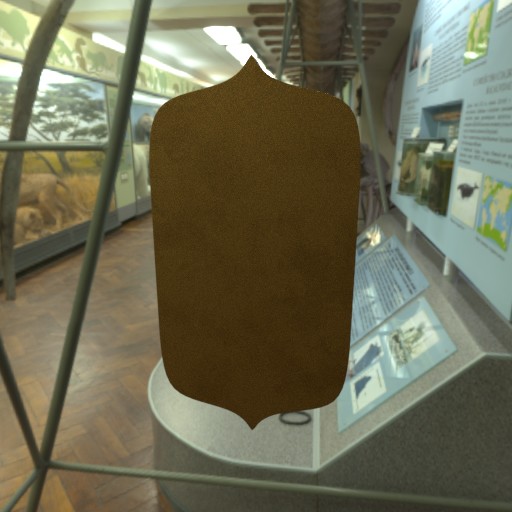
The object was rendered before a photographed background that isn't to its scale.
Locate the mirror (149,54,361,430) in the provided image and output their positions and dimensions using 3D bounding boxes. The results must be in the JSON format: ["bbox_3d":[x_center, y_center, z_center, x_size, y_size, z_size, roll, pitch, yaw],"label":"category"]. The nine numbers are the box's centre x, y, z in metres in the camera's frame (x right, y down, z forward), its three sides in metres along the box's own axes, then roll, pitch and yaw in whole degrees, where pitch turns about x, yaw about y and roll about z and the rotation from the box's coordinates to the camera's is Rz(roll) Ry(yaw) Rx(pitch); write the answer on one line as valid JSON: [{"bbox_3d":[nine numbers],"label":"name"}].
[{"bbox_3d":[0.000,0.000,0.748,0.323,0.613,0.096,2,15,8],"label":"mirror"}]
